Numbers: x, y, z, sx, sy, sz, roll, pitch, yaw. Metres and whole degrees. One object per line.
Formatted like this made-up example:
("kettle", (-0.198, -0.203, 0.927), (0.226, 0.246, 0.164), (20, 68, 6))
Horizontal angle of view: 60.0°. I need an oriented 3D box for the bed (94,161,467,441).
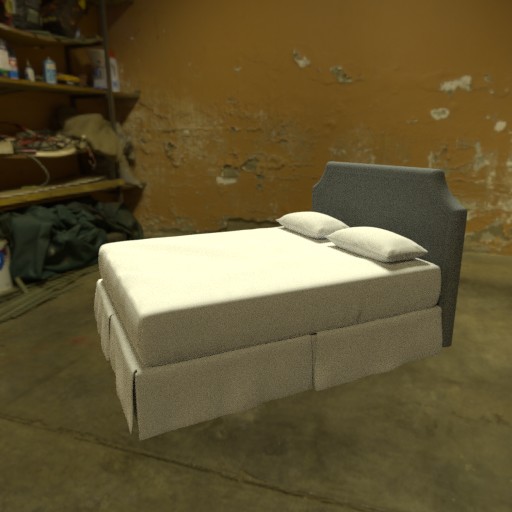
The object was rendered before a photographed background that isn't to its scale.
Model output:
("bed", (0.000, 0.000, 3.328), (2.259, 1.296, 1.811), (-7, 16, -25))
